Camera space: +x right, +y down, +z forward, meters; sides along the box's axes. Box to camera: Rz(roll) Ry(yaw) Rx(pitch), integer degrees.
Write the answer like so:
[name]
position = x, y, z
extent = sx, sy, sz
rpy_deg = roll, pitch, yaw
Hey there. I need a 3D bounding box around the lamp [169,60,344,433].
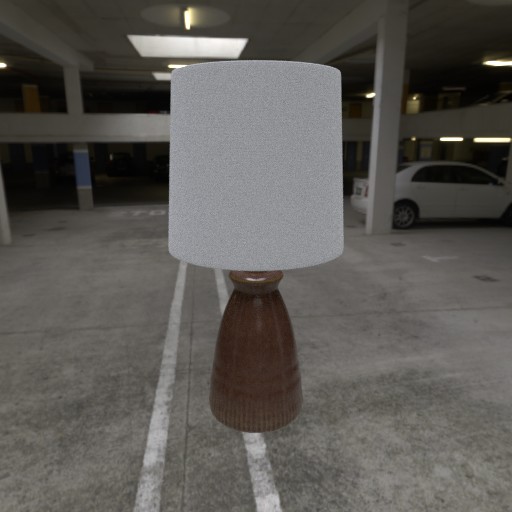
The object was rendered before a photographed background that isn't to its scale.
[lamp]
position = 0.000, 0.000, 0.483
extent = 0.186, 0.369, 0.186
rpy_deg = 0, 15, 0
